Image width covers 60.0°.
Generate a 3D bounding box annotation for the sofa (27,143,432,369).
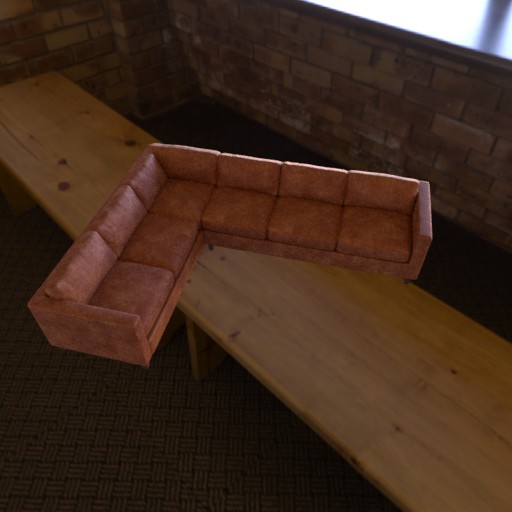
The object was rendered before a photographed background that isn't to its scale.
[{"bbox_3d":[0.000,0.000,4.261,3.150,0.838,2.438,10,47,9],"label":"sofa"}]
